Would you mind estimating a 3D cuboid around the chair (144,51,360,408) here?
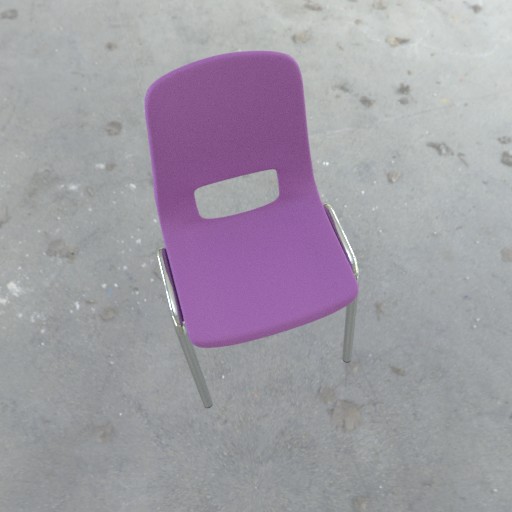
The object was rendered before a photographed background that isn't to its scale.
[{"bbox_3d":[0.000,0.000,0.675,0.291,0.493,0.301,-16,64,-8],"label":"chair"}]
